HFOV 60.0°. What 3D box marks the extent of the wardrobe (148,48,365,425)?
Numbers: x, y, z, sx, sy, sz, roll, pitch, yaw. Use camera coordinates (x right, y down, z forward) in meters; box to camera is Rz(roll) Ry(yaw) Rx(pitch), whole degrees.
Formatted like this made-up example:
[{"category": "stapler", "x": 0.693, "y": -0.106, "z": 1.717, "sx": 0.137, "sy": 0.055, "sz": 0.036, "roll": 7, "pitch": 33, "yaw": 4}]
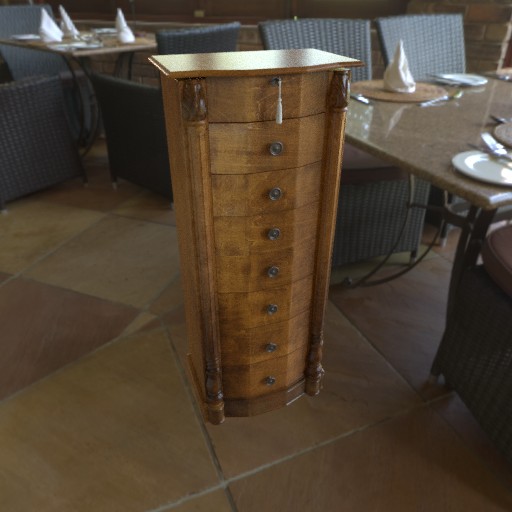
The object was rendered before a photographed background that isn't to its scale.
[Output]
[{"category": "wardrobe", "x": 0.000, "y": 0.000, "z": 1.173, "sx": 0.406, "sy": 0.959, "sz": 0.273, "roll": -11, "pitch": 33, "yaw": -17}]
